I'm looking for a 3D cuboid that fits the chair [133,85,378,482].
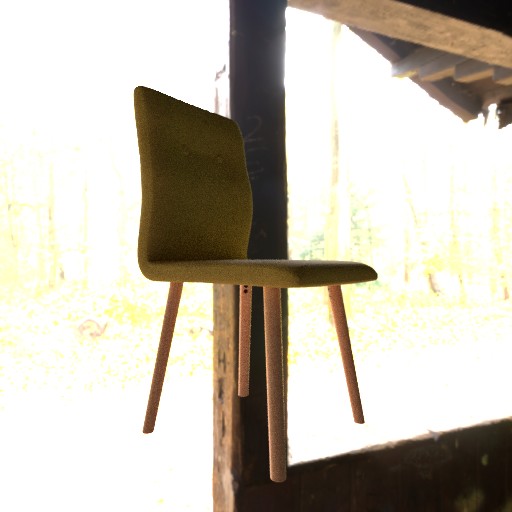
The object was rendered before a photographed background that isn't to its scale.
[{"bbox_3d":[0.000,0.000,1.257,0.550,0.965,0.450,-1,-1,37],"label":"chair"}]
